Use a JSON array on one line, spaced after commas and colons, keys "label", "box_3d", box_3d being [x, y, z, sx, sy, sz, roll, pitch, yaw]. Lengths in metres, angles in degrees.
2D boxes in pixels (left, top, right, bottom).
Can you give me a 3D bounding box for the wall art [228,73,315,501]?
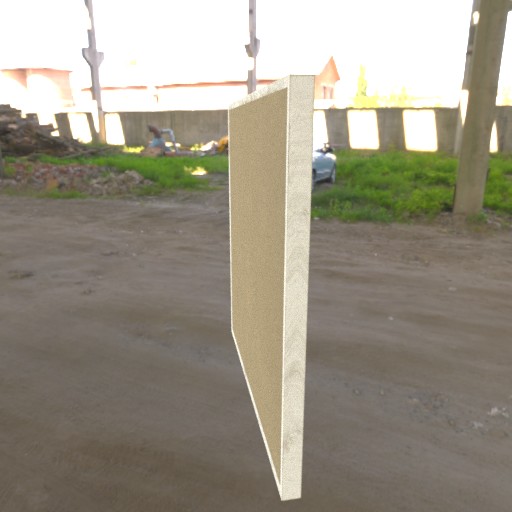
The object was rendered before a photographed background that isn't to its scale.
[{"label": "wall art", "box_3d": [0.000, 0.000, 1.105, 0.038, 0.757, 0.760, -3, 16, -10]}]
